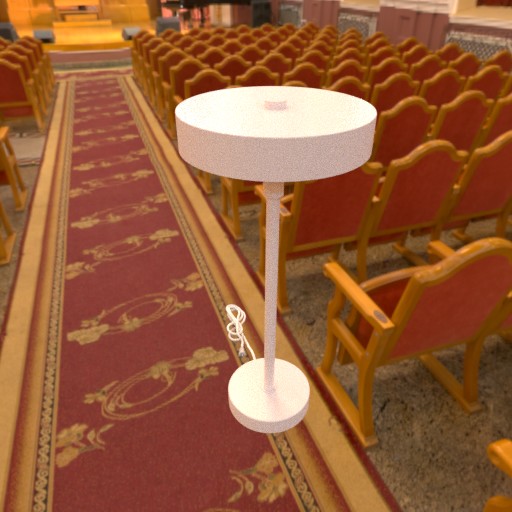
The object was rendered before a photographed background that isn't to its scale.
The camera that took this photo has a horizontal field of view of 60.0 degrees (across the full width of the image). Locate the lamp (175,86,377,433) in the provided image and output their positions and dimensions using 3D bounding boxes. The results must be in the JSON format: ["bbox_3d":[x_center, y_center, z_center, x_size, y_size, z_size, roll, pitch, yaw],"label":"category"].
[{"bbox_3d":[0.000,0.000,0.698,0.229,0.508,0.369,-10,34,-15],"label":"lamp"}]
